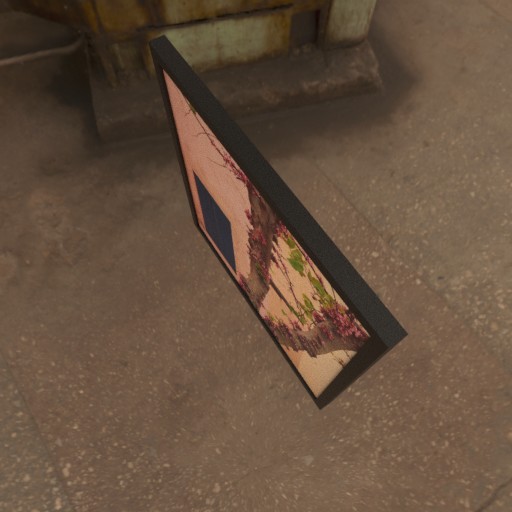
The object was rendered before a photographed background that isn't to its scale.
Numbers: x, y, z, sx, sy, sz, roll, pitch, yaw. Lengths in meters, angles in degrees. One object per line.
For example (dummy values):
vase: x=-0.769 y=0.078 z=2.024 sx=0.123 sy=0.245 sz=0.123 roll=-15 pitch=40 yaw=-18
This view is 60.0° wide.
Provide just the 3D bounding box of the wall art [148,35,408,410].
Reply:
wall art: x=0.000 y=0.000 z=1.126 sx=0.038 sy=0.762 sz=0.762 roll=-30 pitch=68 yaw=-14
